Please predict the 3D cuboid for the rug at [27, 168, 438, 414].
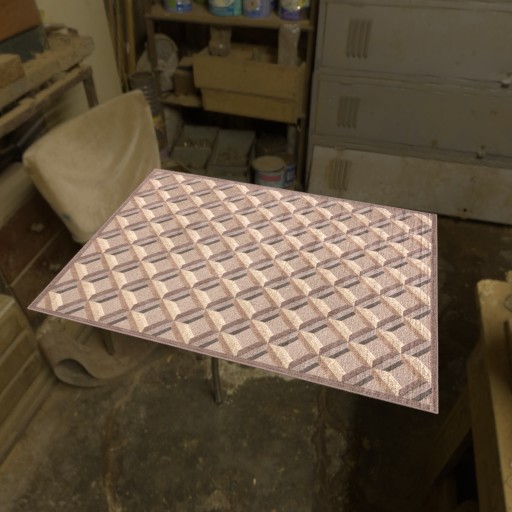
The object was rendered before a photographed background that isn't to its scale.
[{"bbox_3d":[0.000,0.000,4.207,3.294,0.018,2.382,11,43,12],"label":"rug"}]
